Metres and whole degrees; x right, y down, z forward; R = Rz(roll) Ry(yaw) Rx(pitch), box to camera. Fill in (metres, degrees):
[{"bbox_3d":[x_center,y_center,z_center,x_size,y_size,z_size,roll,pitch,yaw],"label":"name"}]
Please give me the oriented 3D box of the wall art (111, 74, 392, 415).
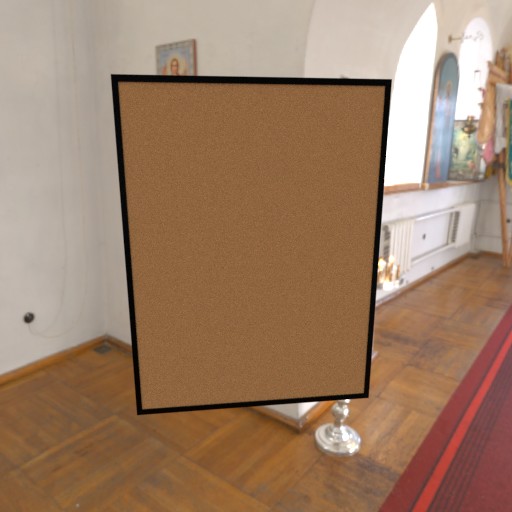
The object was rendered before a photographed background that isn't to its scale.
[{"bbox_3d":[0.000,0.000,1.411,0.805,1.062,0.040,-2,15,-7],"label":"wall art"}]
